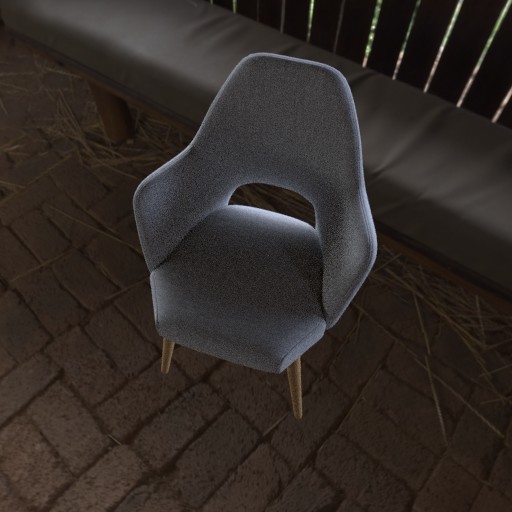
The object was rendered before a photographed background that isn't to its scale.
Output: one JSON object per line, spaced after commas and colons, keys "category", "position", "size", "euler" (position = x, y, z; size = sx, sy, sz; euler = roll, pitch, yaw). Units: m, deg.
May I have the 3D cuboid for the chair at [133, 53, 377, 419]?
{"category": "chair", "position": [0.000, 0.000, 1.227], "size": [0.590, 0.840, 0.610], "euler": [15, 58, 10]}
